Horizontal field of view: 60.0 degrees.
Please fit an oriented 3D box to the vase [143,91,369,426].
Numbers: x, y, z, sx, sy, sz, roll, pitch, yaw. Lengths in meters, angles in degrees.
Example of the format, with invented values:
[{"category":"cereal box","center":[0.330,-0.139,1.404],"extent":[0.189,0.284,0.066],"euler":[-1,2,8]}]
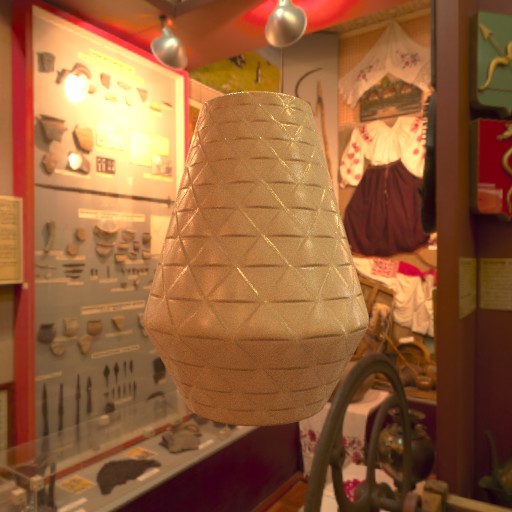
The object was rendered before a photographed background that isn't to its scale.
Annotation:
[{"category":"vase","center":[0.000,0.000,0.353],"extent":[0.175,0.230,0.175],"euler":[0,0,0]}]
